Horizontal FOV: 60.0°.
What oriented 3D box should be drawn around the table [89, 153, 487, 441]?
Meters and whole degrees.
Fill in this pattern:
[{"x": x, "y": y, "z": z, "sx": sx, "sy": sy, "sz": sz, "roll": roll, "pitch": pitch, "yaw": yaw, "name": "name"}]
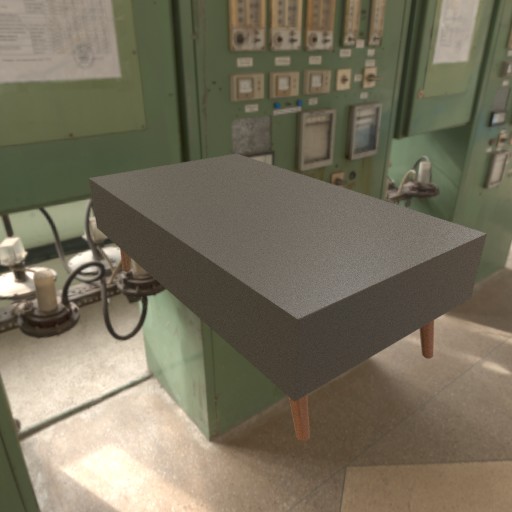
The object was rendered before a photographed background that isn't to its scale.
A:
[{"x": 0.000, "y": 0.000, "z": 1.547, "sx": 0.703, "sy": 0.404, "sz": 1.201, "roll": -18, "pitch": 31, "yaw": -33, "name": "table"}]
